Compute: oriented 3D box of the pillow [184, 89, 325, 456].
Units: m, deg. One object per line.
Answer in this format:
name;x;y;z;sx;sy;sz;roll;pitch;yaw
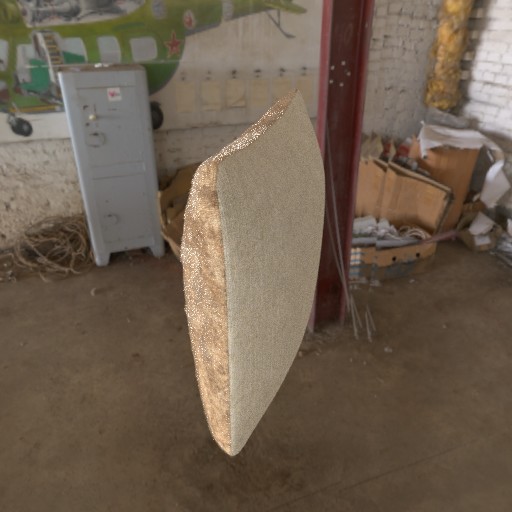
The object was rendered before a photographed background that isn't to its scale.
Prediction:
pillow;0.000;0.000;0.822;0.216;0.525;0.538;8;30;14
